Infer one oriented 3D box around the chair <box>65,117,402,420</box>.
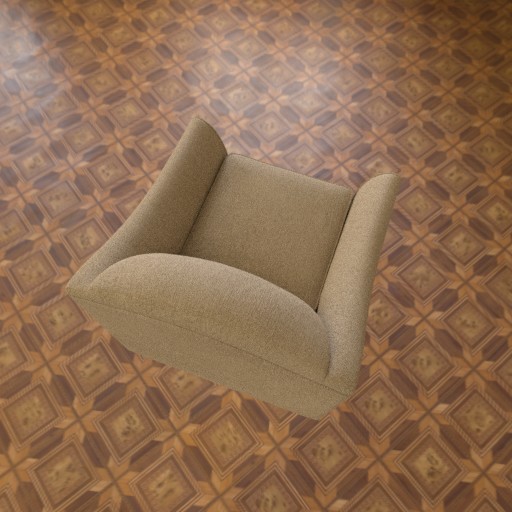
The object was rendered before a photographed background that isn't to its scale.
[{"bbox_3d":[0.000,0.000,1.476,0.763,0.839,0.787,18,66,8],"label":"chair"}]
